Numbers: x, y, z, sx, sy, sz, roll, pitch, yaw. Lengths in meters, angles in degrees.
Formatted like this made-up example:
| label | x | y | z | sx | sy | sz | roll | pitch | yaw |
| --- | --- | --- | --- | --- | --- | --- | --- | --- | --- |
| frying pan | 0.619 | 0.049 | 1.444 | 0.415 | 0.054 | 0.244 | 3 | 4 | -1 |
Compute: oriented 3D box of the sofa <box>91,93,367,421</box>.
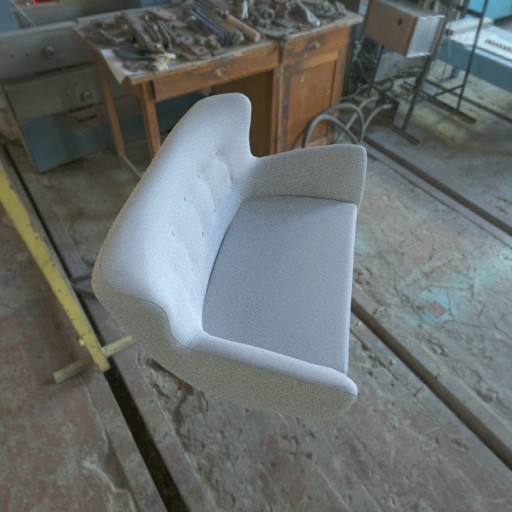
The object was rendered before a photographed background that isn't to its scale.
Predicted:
| label | x | y | z | sx | sy | sz | roll | pitch | yaw |
| --- | --- | --- | --- | --- | --- | --- | --- | --- | --- |
| sofa | 0.000 | 0.000 | 1.987 | 0.921 | 0.878 | 1.424 | 8 | 47 | 8 |
